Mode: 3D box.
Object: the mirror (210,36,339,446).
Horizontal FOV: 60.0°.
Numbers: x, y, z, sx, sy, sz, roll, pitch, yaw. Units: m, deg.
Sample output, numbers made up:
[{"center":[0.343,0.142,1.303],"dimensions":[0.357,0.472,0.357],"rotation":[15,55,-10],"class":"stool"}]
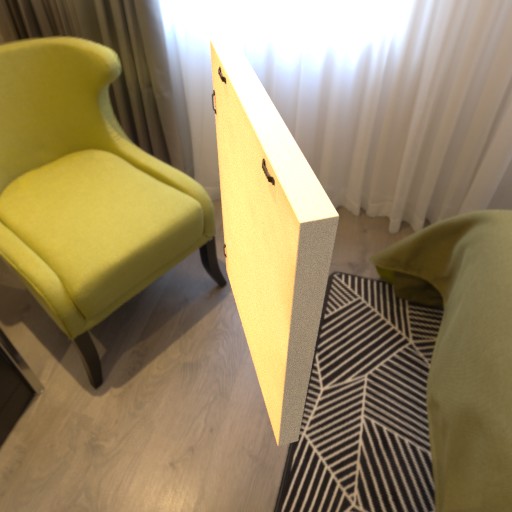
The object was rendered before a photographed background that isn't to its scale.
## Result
[{"center":[0.000,0.000,0.695],"dimensions":[0.041,0.509,0.406],"rotation":[-11,48,-10],"class":"mirror"}]
